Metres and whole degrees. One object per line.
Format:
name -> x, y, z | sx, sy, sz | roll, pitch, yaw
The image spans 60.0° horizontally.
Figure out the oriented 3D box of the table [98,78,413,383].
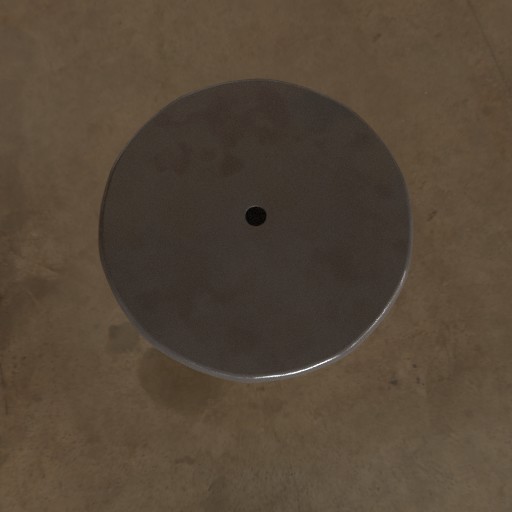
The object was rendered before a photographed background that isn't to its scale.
table -> 0.000, 0.000, 0.669 | 0.352, 0.387, 0.352 | 0, 77, 0
